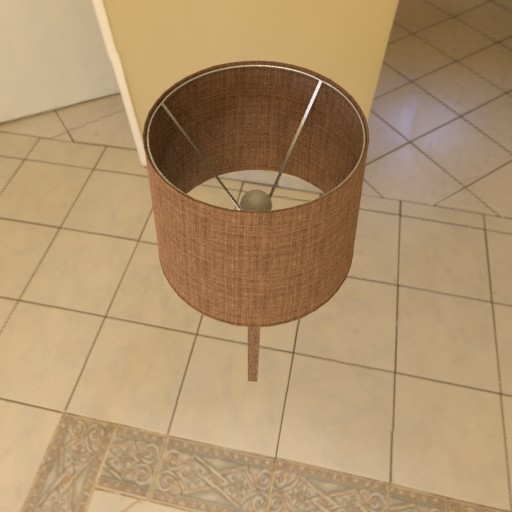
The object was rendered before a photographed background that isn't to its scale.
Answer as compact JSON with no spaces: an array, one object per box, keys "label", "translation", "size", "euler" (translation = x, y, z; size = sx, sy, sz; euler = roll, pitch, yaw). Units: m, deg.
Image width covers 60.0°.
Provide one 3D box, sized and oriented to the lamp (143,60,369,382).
[{"label":"lamp","translation":[0.000,0.000,0.703],"size":[0.290,0.514,0.290],"euler":[0,56,0]}]
